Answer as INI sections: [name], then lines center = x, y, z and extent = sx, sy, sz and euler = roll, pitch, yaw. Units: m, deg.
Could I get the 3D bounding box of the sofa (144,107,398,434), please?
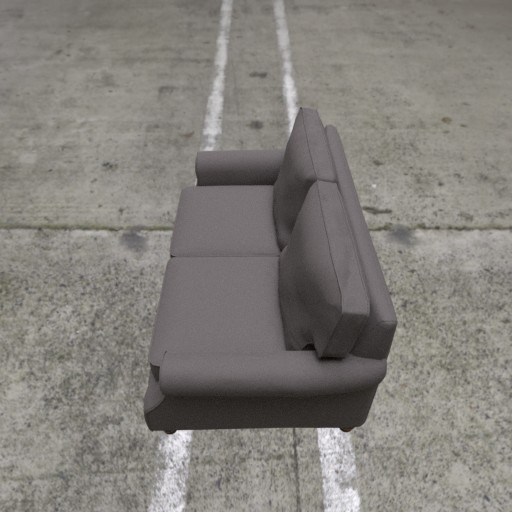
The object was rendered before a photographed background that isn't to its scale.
[sofa]
center = 0.000, 0.000, 2.247
extent = 0.964, 0.937, 1.665
euler = 0, 42, -1
